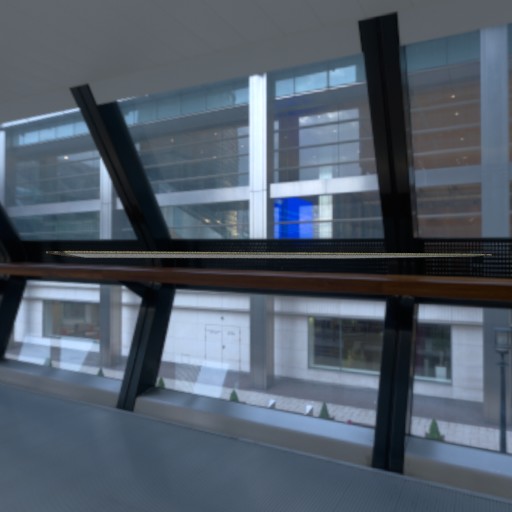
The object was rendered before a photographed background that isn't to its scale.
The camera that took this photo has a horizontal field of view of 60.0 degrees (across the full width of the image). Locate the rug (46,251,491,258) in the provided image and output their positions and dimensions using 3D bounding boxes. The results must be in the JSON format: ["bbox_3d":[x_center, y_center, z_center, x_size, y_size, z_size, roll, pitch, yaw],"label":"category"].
[{"bbox_3d":[0.000,0.000,2.259,1.802,0.008,1.247,0,-1,-18],"label":"rug"}]
